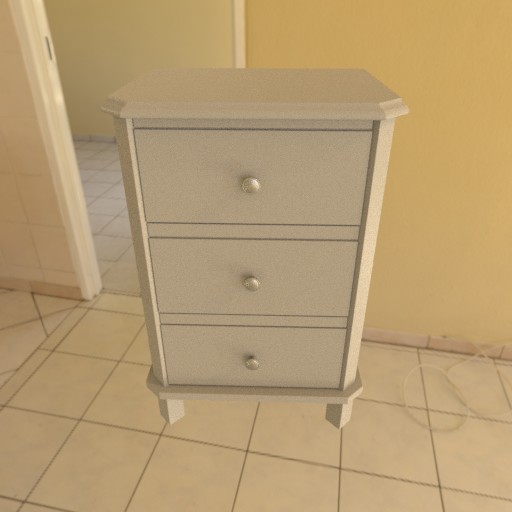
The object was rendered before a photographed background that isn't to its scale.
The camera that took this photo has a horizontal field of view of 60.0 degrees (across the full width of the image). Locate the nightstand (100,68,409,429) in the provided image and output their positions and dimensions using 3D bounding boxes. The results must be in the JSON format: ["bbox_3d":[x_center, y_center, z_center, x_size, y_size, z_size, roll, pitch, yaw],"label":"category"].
[{"bbox_3d":[0.000,0.000,0.922,0.450,0.680,0.350,1,30,2],"label":"nightstand"}]
